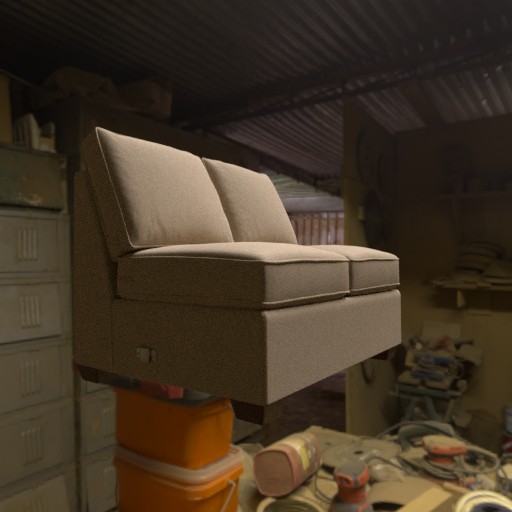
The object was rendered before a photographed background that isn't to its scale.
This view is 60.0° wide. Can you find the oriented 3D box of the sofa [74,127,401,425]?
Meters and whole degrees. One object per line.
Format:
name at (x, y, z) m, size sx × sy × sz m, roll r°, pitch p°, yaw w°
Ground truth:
sofa at (0.000, 0.000, 2.010) m, size 0.951 × 1.008 × 1.237 m, roll -1°, pitch -1°, yaw 36°
